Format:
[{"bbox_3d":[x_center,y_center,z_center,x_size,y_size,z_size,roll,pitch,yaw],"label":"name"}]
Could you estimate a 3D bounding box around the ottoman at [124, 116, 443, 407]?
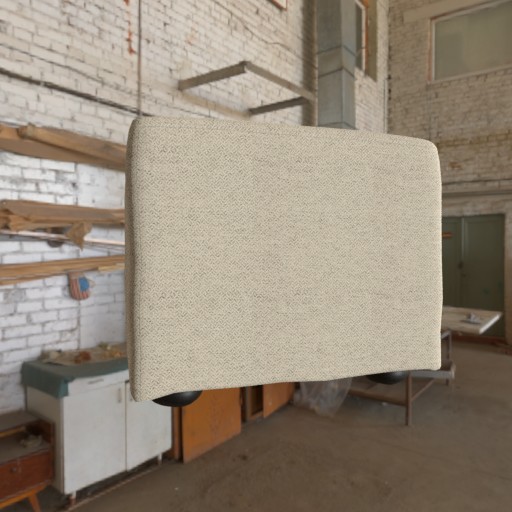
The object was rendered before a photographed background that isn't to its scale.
[{"bbox_3d":[0.000,0.000,0.913,0.521,0.453,0.512,0,1,-17],"label":"ottoman"}]
